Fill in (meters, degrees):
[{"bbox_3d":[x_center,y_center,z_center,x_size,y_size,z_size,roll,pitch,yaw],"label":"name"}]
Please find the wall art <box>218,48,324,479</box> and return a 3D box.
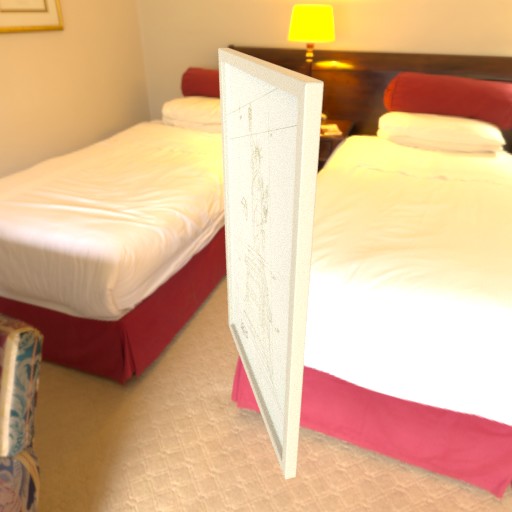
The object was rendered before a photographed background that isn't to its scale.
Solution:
[{"bbox_3d":[0.000,0.000,1.455,0.038,1.183,0.808,-8,30,-14],"label":"wall art"}]
